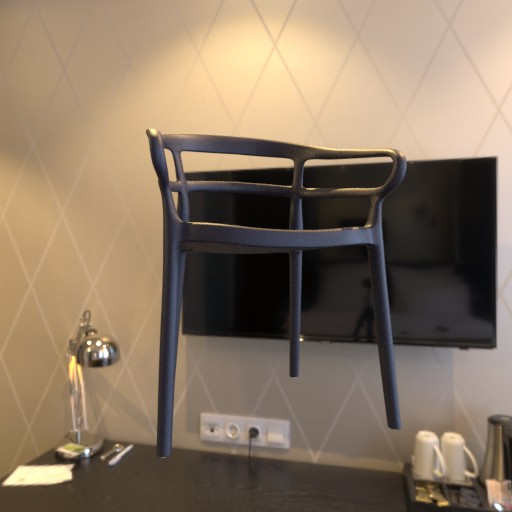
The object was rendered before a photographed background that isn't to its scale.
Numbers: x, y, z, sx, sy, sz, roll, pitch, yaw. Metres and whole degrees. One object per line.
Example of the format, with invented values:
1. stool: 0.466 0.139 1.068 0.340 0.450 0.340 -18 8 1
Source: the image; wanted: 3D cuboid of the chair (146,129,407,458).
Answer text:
1. chair: 0.000 0.000 1.131 0.559 0.761 0.527 0 -1 -16
